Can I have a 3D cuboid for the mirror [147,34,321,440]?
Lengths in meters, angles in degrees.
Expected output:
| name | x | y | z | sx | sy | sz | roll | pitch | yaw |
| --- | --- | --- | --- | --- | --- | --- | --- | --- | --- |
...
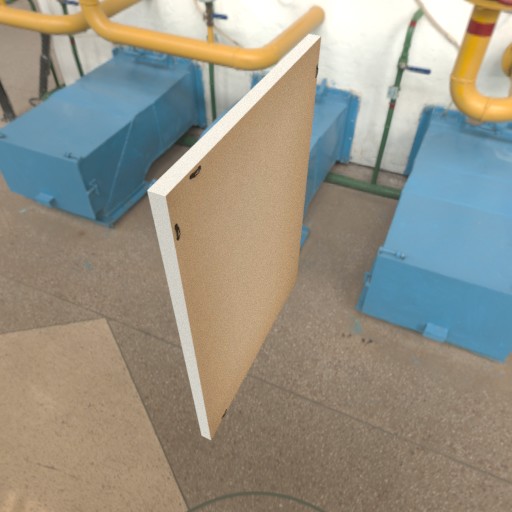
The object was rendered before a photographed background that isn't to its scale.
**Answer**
| name | x | y | z | sx | sy | sz | roll | pitch | yaw |
| --- | --- | --- | --- | --- | --- | --- | --- | --- | --- |
| mirror | 0.000 | 0.000 | 1.332 | 0.041 | 1.016 | 0.762 | 19 | 49 | 17 |
